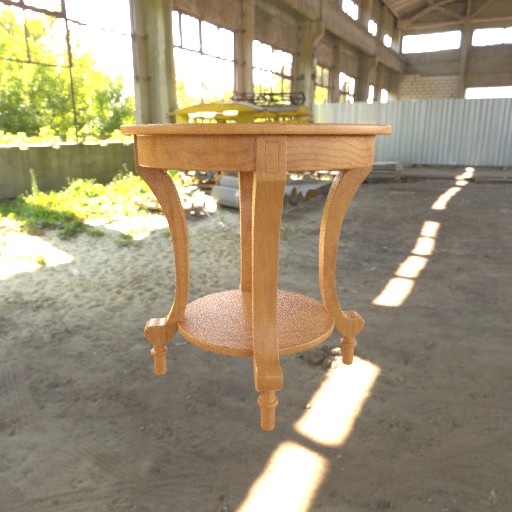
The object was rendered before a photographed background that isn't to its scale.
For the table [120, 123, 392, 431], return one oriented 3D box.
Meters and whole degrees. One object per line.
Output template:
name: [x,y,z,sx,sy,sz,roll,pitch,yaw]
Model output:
table: [0.000,0.000,1.093,0.597,0.612,0.597,0,15,0]
